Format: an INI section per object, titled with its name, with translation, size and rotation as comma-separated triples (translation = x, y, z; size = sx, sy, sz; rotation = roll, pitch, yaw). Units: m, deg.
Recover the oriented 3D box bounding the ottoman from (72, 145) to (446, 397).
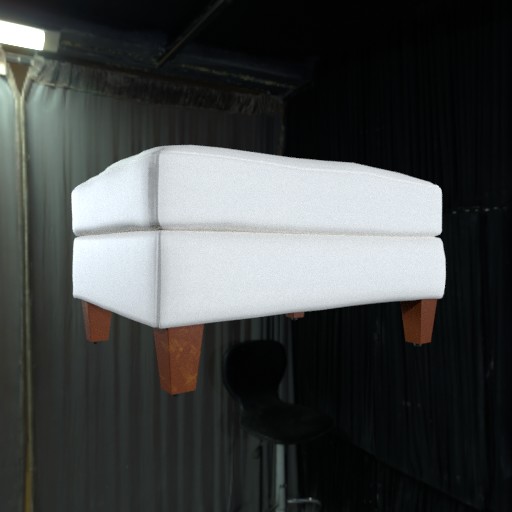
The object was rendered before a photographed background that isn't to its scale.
[ottoman]
translation = 0.000, 0.000, 1.188
size = 0.818, 0.479, 0.634
rotation = -1, 1, -35
